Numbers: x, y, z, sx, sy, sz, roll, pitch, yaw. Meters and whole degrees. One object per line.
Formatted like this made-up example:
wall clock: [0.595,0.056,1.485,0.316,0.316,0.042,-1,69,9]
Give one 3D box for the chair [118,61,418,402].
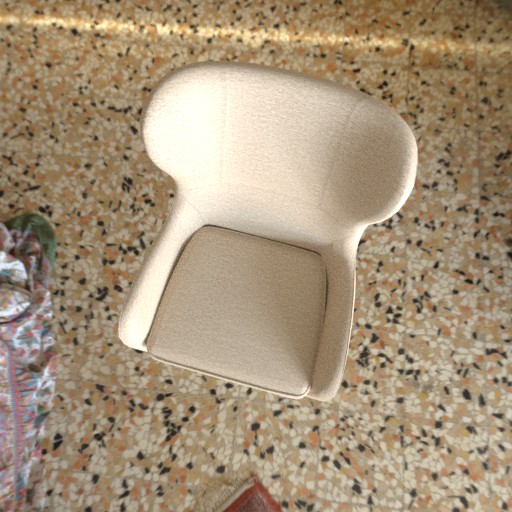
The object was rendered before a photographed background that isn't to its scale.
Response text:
chair: [0.000,0.000,1.753,0.861,1.064,0.984,15,75,4]
